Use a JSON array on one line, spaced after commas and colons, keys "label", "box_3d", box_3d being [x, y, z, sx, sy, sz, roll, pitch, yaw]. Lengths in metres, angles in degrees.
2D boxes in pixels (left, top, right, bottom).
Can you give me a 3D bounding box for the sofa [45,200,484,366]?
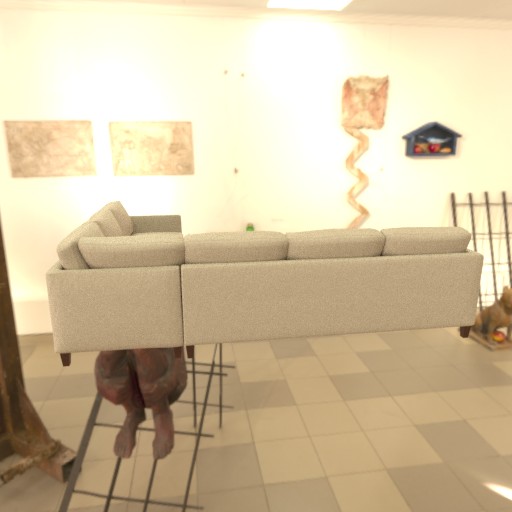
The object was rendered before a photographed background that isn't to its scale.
[{"label": "sofa", "box_3d": [0.000, 0.000, 4.487, 3.333, 0.934, 2.522, -2, 15, -9]}]
